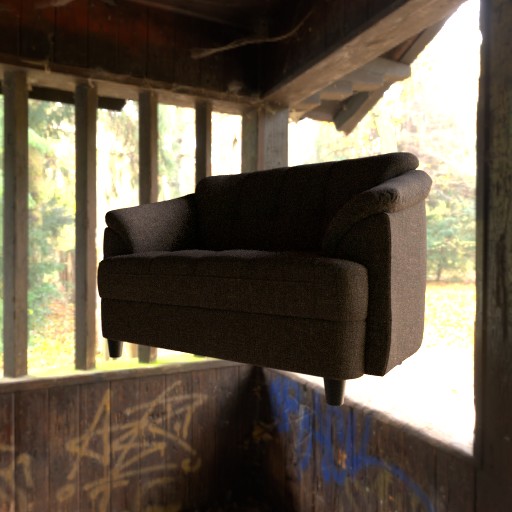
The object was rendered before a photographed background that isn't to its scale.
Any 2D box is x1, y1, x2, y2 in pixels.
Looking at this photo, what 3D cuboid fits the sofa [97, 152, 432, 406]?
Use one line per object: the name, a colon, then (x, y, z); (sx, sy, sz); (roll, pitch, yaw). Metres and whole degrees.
sofa: (0.000, 0.000, 1.934); (1.404, 0.895, 0.799); (0, 1, 35)
